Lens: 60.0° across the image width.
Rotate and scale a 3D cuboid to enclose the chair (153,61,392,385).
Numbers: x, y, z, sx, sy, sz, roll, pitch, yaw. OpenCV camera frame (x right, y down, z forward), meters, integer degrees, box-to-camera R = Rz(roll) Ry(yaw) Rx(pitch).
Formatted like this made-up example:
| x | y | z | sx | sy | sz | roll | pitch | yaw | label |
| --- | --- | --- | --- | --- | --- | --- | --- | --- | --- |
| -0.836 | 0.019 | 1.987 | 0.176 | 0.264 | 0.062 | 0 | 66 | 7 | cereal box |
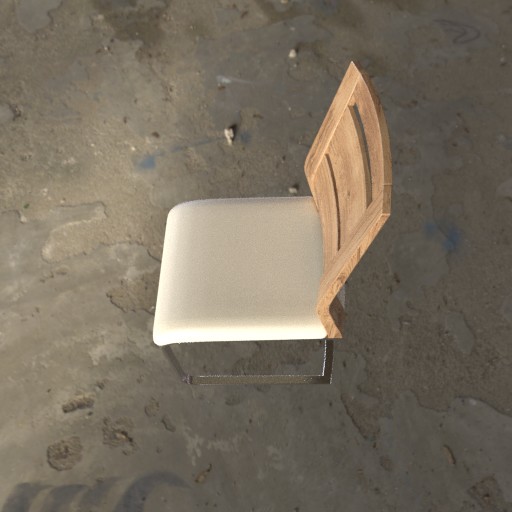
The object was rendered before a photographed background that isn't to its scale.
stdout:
| x | y | z | sx | sy | sz | roll | pitch | yaw | label |
| --- | --- | --- | --- | --- | --- | --- | --- | --- | --- |
| 0.000 | 0.000 | 1.234 | 0.561 | 0.955 | 0.457 | 0 | 58 | 0 | chair |
